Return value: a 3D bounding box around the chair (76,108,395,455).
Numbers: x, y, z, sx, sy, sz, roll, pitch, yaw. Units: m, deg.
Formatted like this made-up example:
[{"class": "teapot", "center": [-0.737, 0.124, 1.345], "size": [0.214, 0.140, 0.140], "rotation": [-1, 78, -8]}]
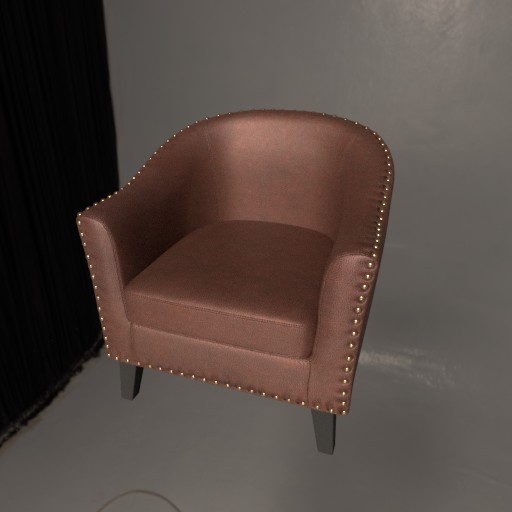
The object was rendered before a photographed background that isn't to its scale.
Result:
[{"class": "chair", "center": [0.000, 0.000, 1.441], "size": [0.794, 0.823, 0.748], "rotation": [9, 27, 17]}]
